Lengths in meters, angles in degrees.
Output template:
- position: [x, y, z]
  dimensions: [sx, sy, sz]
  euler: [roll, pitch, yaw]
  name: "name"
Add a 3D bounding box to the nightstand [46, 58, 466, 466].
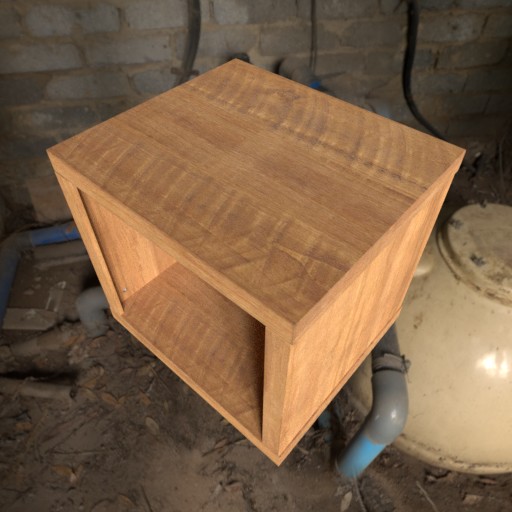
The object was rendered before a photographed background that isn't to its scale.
- position: [0.000, 0.000, 0.869]
  dimensions: [0.493, 0.491, 0.436]
  euler: [33, 56, 26]
  name: "nightstand"
